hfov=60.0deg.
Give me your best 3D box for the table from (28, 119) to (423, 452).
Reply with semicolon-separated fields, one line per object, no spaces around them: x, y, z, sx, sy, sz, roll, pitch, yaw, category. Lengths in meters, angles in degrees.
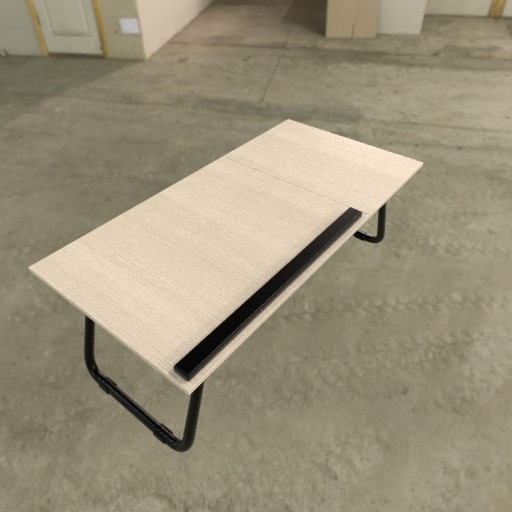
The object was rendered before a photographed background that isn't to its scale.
0.000;0.000;0.818;0.322;0.242;0.644;28;48;28;table
